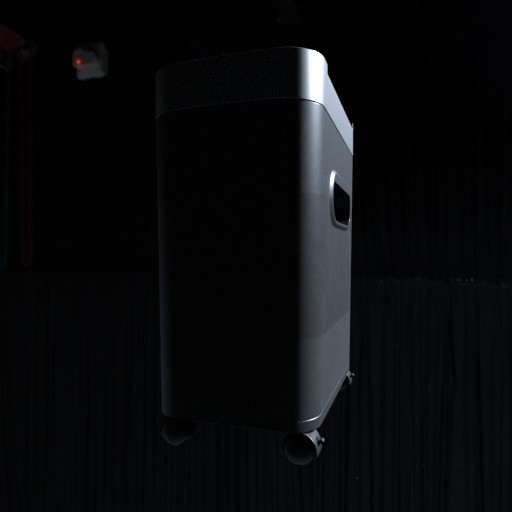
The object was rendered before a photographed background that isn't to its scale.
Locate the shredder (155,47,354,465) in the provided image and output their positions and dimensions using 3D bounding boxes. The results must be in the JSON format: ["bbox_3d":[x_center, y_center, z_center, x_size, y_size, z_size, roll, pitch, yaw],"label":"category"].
[{"bbox_3d":[0.000,0.000,0.609,0.237,0.419,0.311,0,0,19],"label":"shredder"}]
